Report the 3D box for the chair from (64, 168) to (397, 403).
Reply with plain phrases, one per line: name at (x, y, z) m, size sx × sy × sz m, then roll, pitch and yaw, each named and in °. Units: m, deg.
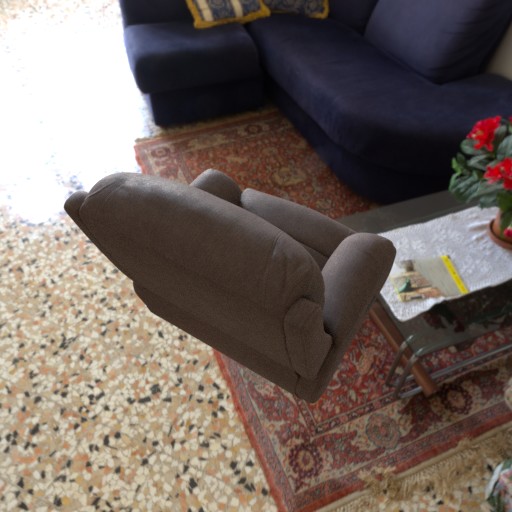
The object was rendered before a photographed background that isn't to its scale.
chair at (0.000, 0.000, 1.760) m, size 0.930 × 1.011 × 0.899 m, roll 25°, pitch 52°, yaw 21°
